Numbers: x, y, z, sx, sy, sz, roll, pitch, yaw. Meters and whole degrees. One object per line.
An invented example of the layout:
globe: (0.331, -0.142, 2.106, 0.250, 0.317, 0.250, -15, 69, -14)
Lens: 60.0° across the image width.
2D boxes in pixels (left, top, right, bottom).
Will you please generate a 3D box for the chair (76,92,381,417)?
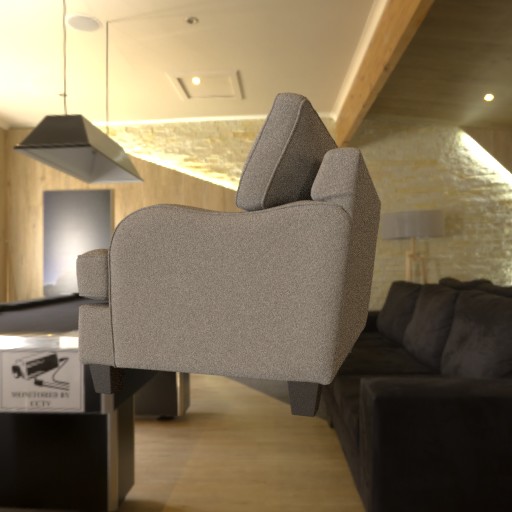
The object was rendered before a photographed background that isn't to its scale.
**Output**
chair: (0.000, 0.000, 2.011, 1.040, 1.016, 1.220, 0, -1, 19)
